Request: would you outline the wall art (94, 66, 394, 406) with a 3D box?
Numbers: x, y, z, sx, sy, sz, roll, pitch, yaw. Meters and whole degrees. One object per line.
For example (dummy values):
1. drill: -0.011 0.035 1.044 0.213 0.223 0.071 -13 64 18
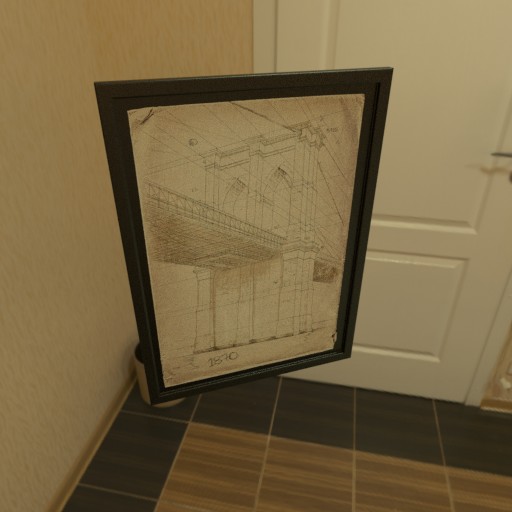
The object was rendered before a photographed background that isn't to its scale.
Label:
1. wall art: 0.000 0.000 0.856 0.480 0.657 0.016 -9 32 -15
